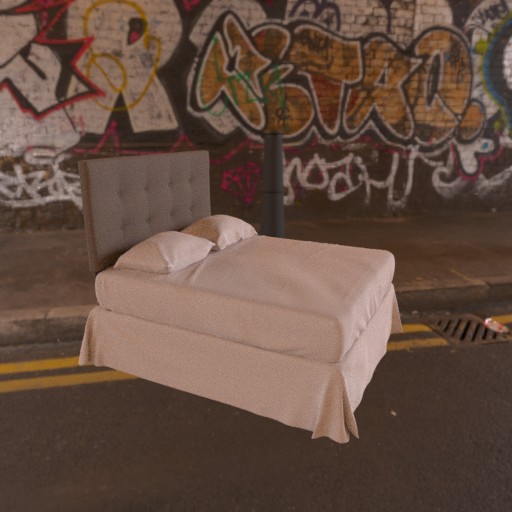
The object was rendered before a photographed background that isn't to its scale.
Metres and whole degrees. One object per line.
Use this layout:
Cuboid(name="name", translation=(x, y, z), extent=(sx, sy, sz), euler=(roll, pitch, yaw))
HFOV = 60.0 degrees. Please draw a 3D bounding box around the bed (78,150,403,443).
Cuboid(name="bed", translation=(0.000, 0.000, 3.632), extent=(2.222, 1.577, 1.936), euler=(8, 18, 26))
